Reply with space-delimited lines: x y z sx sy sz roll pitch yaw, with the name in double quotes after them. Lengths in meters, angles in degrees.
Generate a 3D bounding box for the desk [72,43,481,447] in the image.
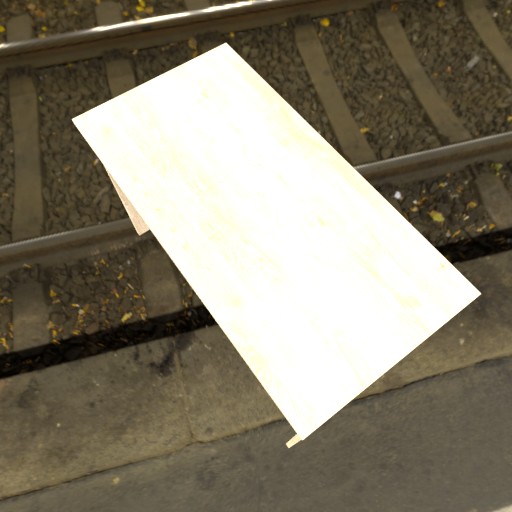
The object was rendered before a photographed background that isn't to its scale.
0.000 0.000 1.533 0.560 0.730 1.100 -33 69 -15 "desk"
